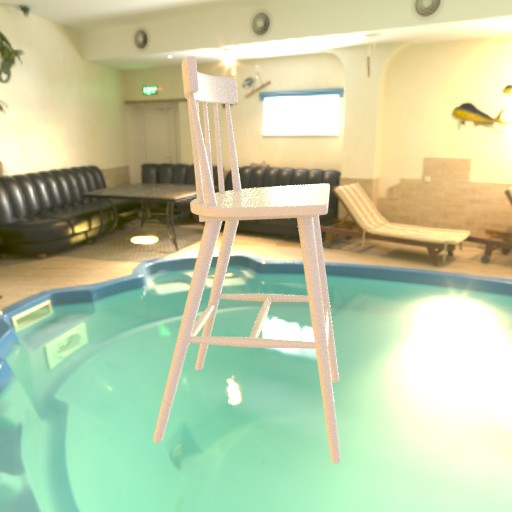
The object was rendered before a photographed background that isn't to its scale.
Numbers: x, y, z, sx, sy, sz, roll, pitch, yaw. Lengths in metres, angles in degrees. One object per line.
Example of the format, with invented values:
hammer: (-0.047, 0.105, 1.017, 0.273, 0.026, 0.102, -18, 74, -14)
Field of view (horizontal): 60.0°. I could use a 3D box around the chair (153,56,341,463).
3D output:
chair: (0.000, 0.000, 1.389, 0.572, 1.092, 0.483, 3, 16, 9)
